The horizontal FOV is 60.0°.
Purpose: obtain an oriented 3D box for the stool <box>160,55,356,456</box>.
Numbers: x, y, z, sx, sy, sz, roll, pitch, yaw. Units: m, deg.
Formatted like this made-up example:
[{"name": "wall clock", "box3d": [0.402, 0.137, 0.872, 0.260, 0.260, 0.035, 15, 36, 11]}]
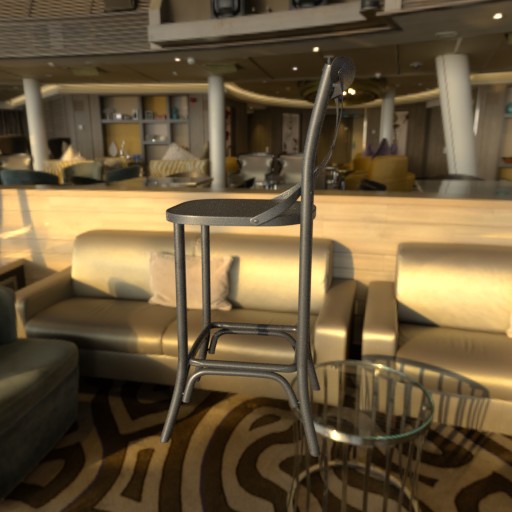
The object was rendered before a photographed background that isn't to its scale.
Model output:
[{"name": "stool", "box3d": [0.000, 0.000, 1.467, 0.584, 1.168, 0.457, 2, 14, 8]}]
